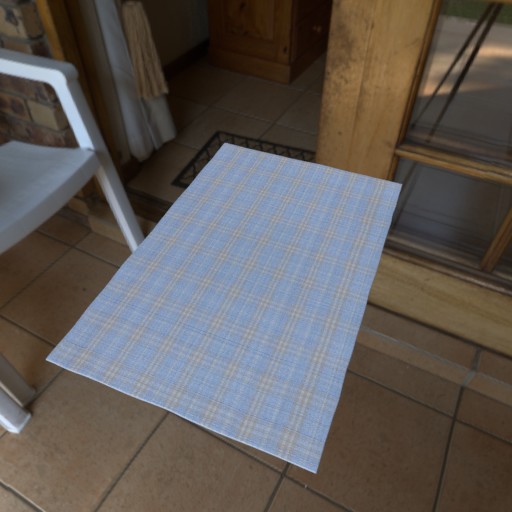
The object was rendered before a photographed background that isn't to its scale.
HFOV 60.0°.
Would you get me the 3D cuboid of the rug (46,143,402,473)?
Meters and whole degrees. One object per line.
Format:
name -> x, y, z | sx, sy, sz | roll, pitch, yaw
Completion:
rug -> 0.000, 0.000, 2.340 | 1.231, 0.012, 1.835 | 17, 49, 15
